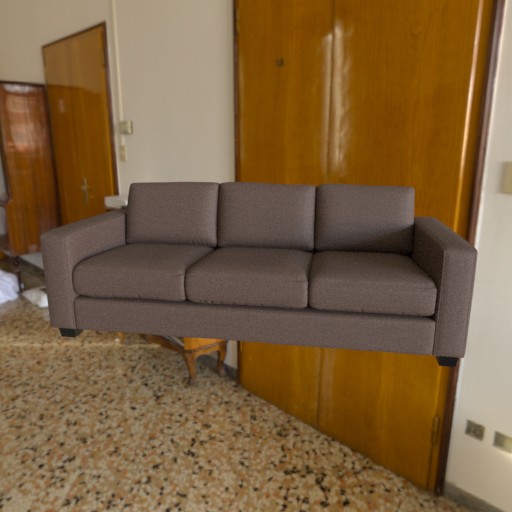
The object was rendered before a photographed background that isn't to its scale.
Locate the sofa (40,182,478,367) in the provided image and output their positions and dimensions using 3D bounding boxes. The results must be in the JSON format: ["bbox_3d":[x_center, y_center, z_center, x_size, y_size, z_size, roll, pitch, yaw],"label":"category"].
[{"bbox_3d":[0.000,0.000,2.593,2.160,0.806,0.900,2,15,9],"label":"sofa"}]
